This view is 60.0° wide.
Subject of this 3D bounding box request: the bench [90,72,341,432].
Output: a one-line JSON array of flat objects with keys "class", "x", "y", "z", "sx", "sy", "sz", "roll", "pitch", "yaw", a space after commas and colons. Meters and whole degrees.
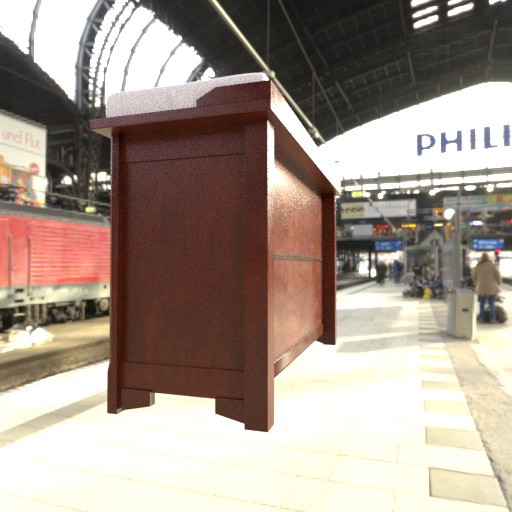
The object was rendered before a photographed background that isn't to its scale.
[{"class": "bench", "x": 0.000, "y": 0.000, "z": 1.280, "sx": 0.369, "sy": 0.646, "sz": 0.987, "roll": 0, "pitch": -1, "yaw": 18}]
